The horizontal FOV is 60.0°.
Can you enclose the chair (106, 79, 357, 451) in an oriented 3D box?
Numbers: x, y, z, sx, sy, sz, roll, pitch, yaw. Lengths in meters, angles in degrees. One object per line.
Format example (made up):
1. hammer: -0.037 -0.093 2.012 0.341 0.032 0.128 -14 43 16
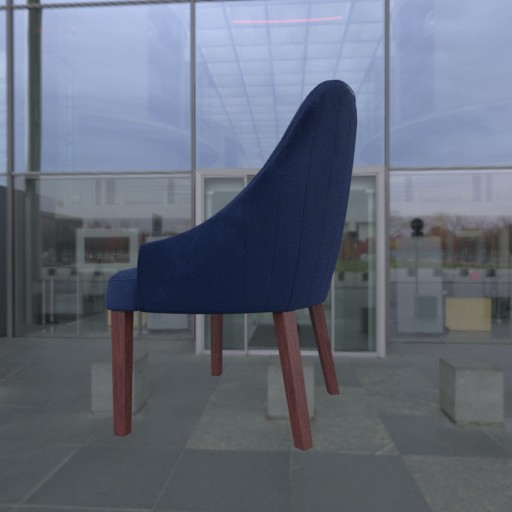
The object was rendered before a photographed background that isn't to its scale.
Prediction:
1. chair: 0.000 0.000 1.293 0.575 0.889 0.643 0 0 19
